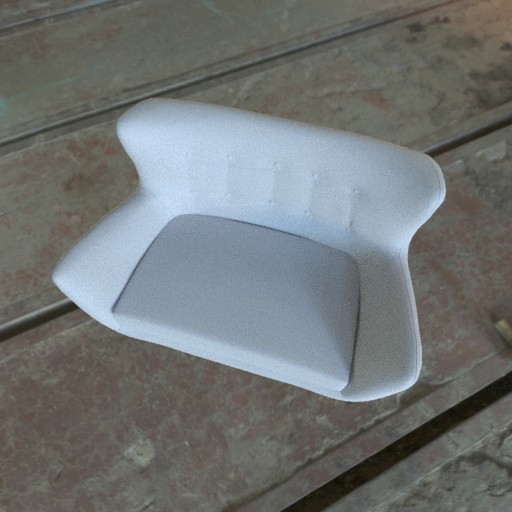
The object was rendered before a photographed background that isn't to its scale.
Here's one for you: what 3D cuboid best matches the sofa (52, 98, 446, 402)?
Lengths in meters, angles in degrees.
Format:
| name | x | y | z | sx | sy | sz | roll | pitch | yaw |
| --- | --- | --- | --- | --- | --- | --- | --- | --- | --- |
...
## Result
| name | x | y | z | sx | sy | sz | roll | pitch | yaw |
| --- | --- | --- | --- | --- | --- | --- | --- | --- | --- |
| sofa | 0.000 | 0.000 | 1.964 | 1.424 | 0.878 | 0.921 | 15 | 59 | 9 |
